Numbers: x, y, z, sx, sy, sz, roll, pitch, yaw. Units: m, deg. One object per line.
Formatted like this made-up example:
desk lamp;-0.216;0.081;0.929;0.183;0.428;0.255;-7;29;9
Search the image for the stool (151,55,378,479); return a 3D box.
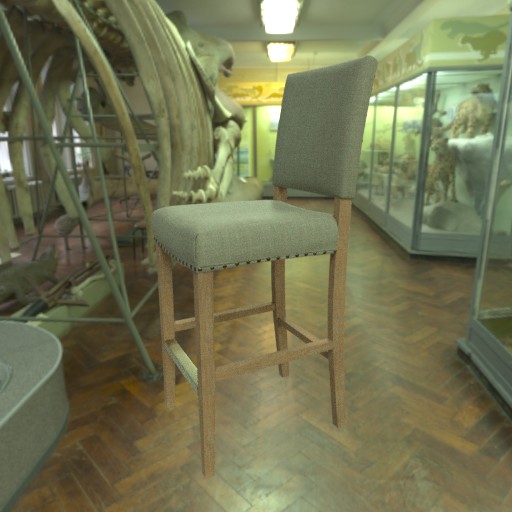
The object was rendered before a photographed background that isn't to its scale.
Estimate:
stool;0.000;0.000;1.470;0.585;1.203;0.445;-8;17;-26
